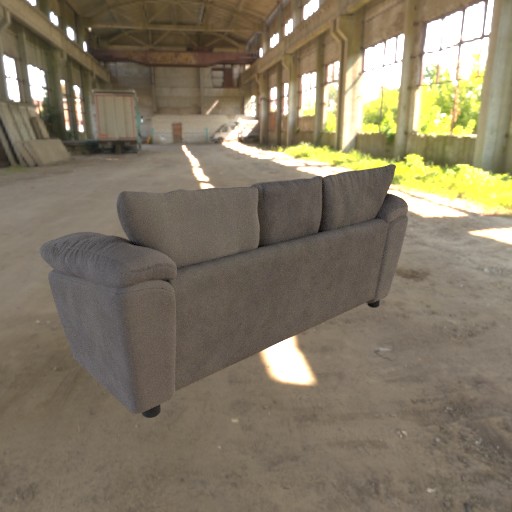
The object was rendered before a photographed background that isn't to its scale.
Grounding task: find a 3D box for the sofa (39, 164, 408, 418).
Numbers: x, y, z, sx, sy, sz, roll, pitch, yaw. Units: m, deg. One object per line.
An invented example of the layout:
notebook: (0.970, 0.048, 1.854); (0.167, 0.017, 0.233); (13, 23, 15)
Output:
sofa: (0.000, 0.000, 2.808); (2.336, 1.073, 0.878); (-15, 22, -41)
